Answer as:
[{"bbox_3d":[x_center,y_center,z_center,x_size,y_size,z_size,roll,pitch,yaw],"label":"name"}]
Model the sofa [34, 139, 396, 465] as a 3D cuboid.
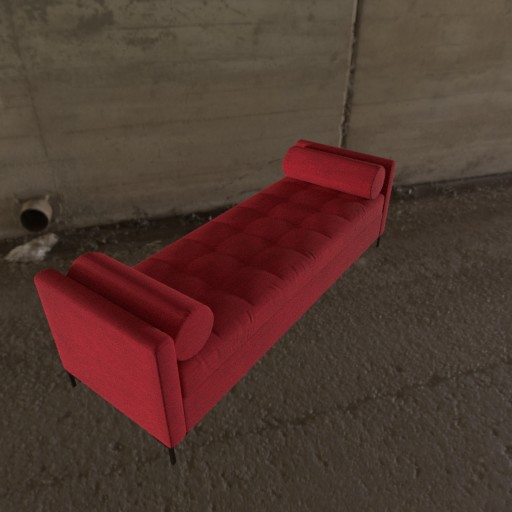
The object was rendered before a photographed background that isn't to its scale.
[{"bbox_3d":[0.000,0.000,2.359,0.686,0.635,1.981,22,39,30],"label":"sofa"}]
